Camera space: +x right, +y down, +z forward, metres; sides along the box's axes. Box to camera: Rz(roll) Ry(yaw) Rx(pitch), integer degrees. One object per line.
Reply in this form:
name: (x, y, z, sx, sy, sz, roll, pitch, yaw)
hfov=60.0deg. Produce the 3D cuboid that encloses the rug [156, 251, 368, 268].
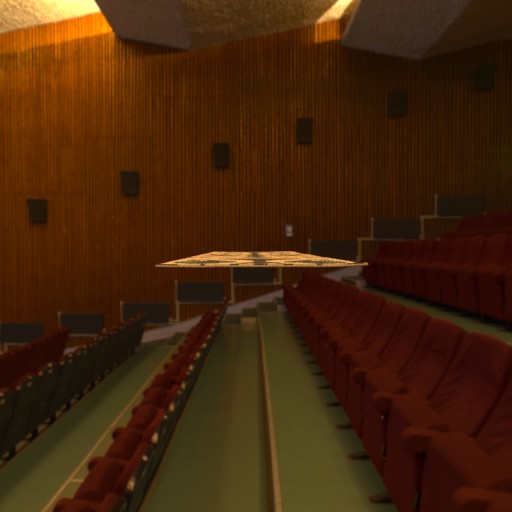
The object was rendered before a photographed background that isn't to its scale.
rug: (0.000, 0.000, 2.576, 0.692, 0.017, 2.301, 0, 1, -1)
